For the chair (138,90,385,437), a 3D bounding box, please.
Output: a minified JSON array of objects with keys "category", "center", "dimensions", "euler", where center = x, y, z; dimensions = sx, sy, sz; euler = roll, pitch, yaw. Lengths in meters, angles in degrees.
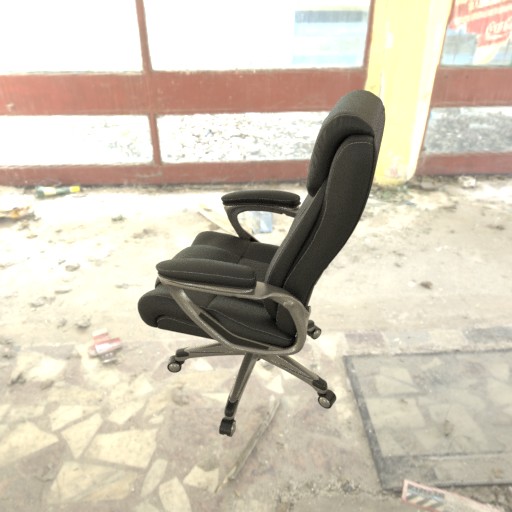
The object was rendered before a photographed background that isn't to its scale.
[{"category":"chair","center":[0.000,0.000,1.661],"dimensions":[0.784,1.167,0.741],"euler":[9,31,15]}]
